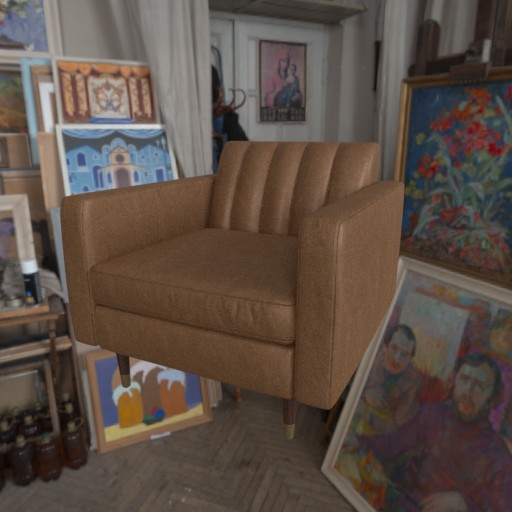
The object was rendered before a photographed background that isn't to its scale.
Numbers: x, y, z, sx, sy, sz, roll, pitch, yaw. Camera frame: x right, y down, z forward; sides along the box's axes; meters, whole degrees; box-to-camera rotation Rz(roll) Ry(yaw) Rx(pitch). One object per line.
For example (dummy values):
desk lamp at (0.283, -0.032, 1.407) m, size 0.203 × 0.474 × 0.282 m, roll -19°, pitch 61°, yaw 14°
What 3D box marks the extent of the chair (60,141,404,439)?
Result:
chair at (0.000, 0.000, 1.661) m, size 0.953 × 0.819 × 0.998 m, roll 7°, pitch 17°, yaw 25°
